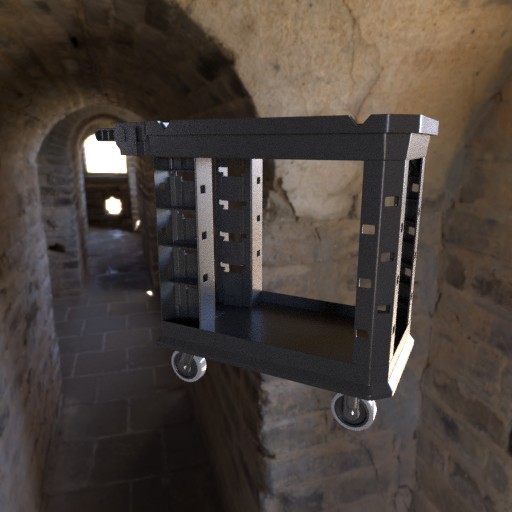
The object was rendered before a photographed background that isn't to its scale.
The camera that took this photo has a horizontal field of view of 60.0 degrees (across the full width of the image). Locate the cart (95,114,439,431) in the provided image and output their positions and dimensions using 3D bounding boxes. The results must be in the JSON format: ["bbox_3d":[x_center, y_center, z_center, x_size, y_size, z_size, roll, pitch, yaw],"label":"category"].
[{"bbox_3d":[0.000,0.000,1.533,1.061,0.884,0.497,7,16,27],"label":"cart"}]
